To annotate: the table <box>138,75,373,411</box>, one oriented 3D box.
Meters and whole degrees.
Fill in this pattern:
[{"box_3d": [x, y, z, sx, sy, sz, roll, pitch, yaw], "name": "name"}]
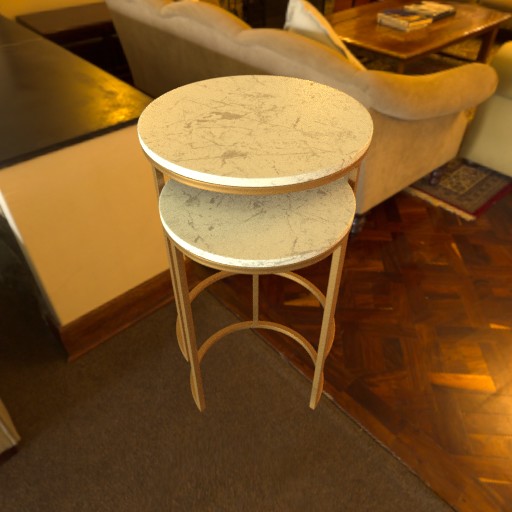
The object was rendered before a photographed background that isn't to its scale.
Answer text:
[{"box_3d": [0.000, 0.000, 0.910, 0.400, 0.550, 0.507, -1, 42, -1], "name": "table"}]
